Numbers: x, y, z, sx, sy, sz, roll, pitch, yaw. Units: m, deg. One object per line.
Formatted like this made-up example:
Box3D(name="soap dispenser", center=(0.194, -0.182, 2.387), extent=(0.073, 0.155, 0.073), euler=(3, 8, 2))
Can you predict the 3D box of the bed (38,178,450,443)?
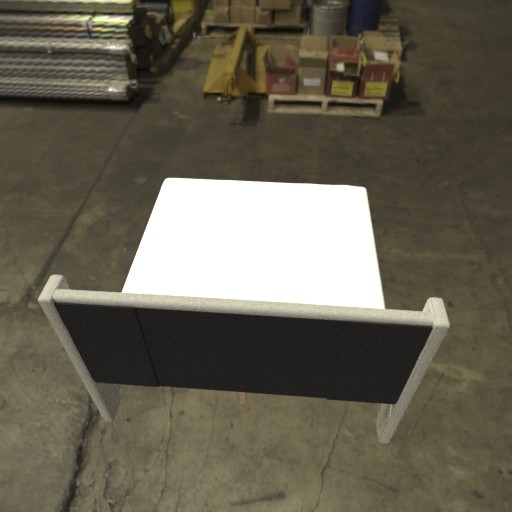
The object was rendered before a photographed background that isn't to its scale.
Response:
Box3D(name="bed", center=(0.000, 0.000, 3.586), extent=(2.140, 1.470, 2.280), euler=(3, 45, 3))
